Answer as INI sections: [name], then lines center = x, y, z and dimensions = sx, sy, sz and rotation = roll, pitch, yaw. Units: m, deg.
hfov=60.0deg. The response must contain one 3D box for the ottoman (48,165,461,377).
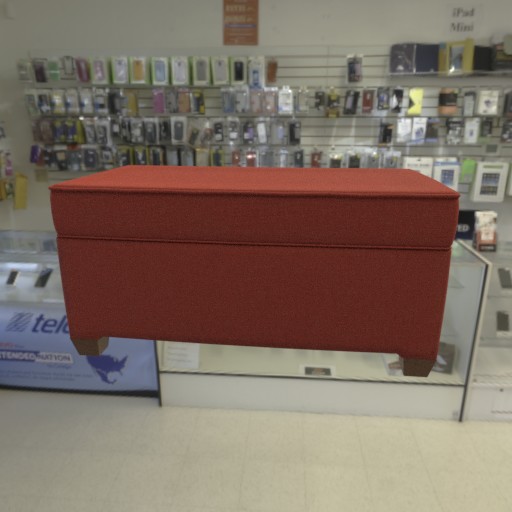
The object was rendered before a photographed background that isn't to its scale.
[ottoman]
center = 0.000, 0.000, 1.261
dimensions = 0.948, 0.454, 0.497
rotation = 2, 17, 7
